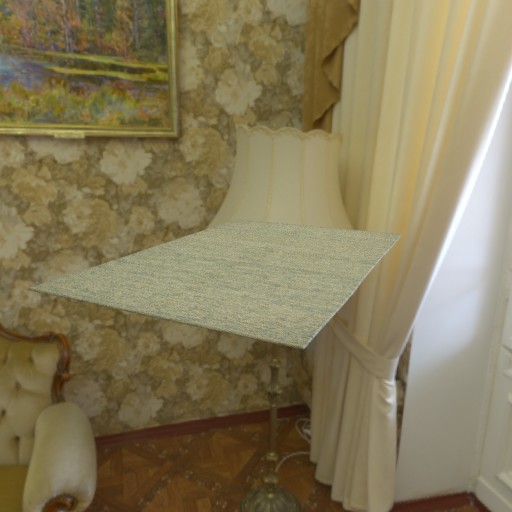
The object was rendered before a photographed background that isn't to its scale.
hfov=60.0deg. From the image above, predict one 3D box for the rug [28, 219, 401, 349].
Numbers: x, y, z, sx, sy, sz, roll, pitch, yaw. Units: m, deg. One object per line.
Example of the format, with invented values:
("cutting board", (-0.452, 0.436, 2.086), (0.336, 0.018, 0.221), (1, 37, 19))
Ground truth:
("rug", (0.000, 0.000, 2.982), (1.547, 0.013, 2.283), (7, 16, 25))
